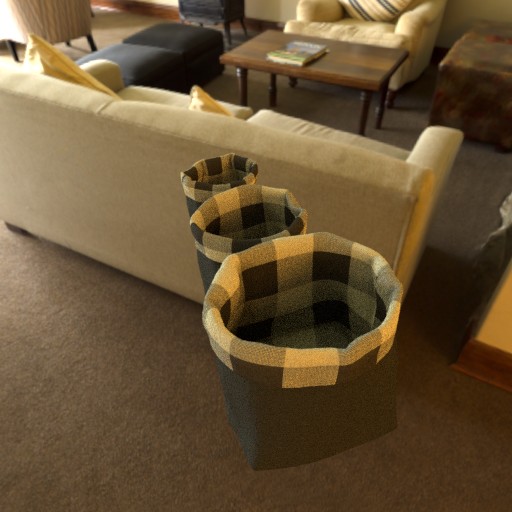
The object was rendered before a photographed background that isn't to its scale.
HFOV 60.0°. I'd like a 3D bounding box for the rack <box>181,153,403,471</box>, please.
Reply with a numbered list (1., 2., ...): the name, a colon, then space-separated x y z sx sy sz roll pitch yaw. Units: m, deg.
1. rack: 0.000 0.000 1.080 0.370 0.329 0.889 -12 43 -14
